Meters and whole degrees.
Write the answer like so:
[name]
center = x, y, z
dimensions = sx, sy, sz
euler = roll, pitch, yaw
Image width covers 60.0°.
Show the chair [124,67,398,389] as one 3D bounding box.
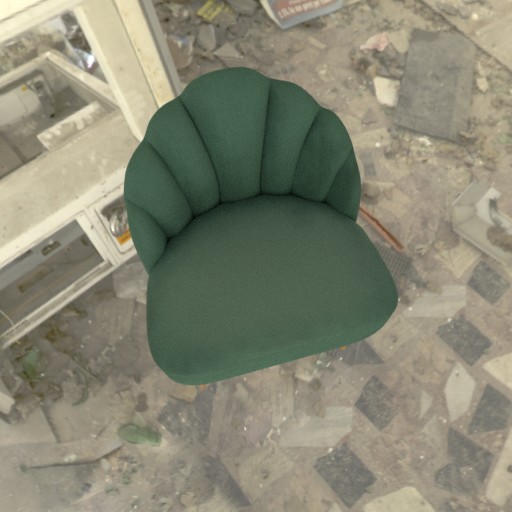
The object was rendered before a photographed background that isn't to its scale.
[chair]
center = 0.000, 0.000, 1.264
dimensions = 0.657, 0.819, 0.599
euler = -14, 64, -7
